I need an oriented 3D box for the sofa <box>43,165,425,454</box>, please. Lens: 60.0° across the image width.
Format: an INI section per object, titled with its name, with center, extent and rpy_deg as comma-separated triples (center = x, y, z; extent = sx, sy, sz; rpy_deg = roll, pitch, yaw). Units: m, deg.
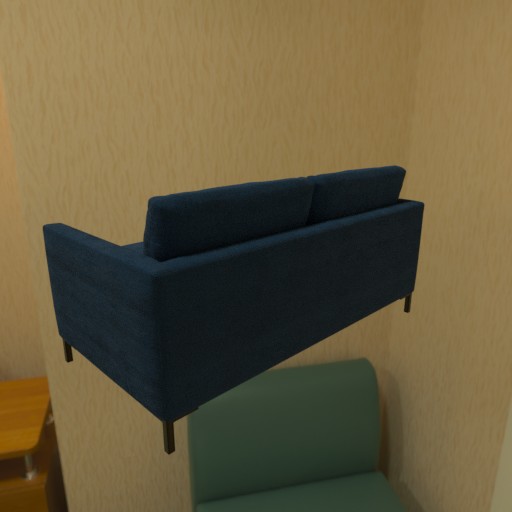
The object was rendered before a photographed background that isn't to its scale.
[sofa]
center = 0.000, 0.000, 2.134
extent = 1.676, 0.817, 0.875
rpy_deg = -16, 23, -42
